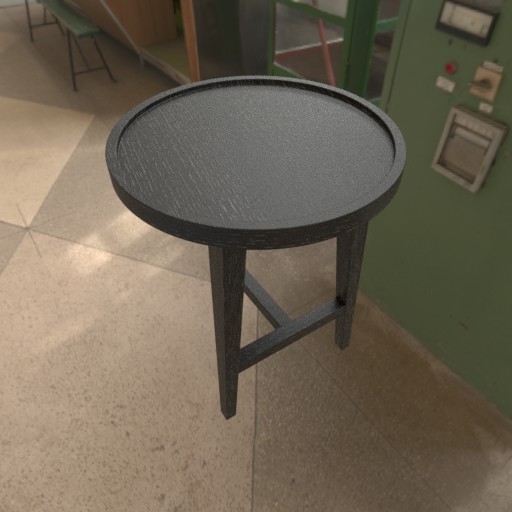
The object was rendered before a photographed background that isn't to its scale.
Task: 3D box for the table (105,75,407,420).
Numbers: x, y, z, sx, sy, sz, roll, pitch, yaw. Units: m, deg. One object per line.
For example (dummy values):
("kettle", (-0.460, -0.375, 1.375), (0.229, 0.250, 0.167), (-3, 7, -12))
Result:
("table", (0.000, 0.000, 0.762), (0.399, 0.460, 0.399), (0, 44, 0))
